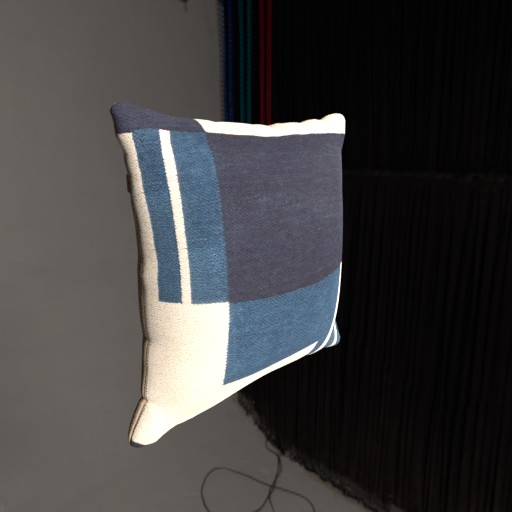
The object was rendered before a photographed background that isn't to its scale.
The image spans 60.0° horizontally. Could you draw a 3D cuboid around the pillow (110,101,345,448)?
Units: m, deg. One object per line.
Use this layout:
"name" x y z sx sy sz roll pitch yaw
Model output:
"pillow" 0.000 0.000 0.788 0.229 0.506 0.536 13 19 43
